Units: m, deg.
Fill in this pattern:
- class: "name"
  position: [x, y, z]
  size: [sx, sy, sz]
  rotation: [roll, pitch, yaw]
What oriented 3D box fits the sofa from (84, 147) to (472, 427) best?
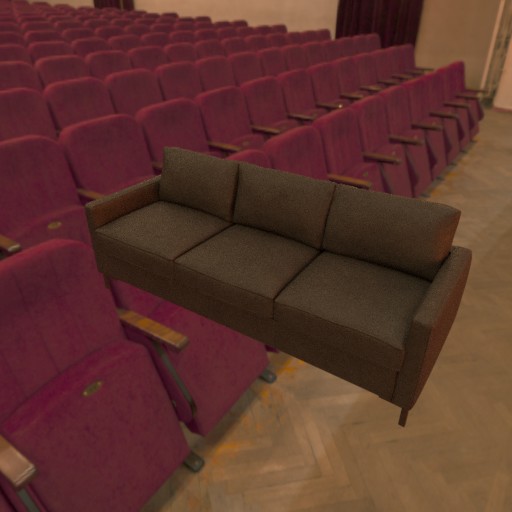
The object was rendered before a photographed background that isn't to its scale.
- class: "sofa"
  position: [0.000, 0.000, 2.416]
  size: [2.029, 0.805, 0.748]
  rotation: [18, 35, 29]
